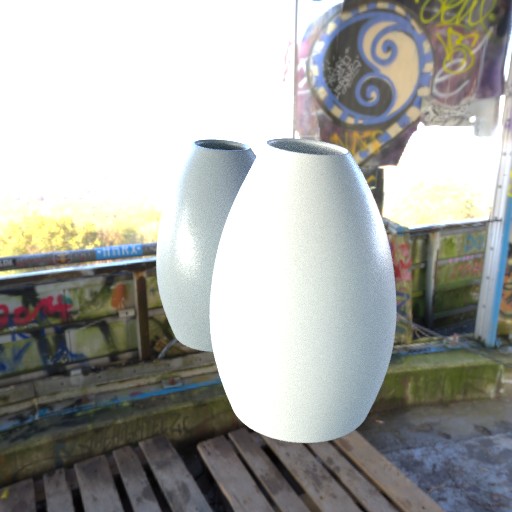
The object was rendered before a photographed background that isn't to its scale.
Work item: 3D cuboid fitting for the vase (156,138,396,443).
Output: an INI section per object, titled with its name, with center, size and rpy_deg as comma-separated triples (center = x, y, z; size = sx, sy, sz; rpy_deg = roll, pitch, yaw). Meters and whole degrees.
[vase]
center = 0.000, 0.000, 0.256
size = 0.089, 0.131, 0.187
rpy_deg = -7, 16, -26
